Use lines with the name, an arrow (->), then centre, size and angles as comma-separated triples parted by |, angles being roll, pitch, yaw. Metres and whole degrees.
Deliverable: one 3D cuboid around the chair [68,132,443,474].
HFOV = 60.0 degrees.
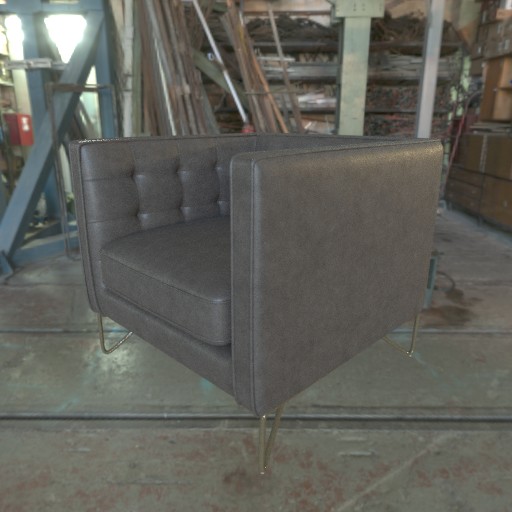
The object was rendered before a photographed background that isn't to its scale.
chair -> 0.000, 0.000, 1.534 | 0.894, 0.790, 0.880 | -17, 24, -42
